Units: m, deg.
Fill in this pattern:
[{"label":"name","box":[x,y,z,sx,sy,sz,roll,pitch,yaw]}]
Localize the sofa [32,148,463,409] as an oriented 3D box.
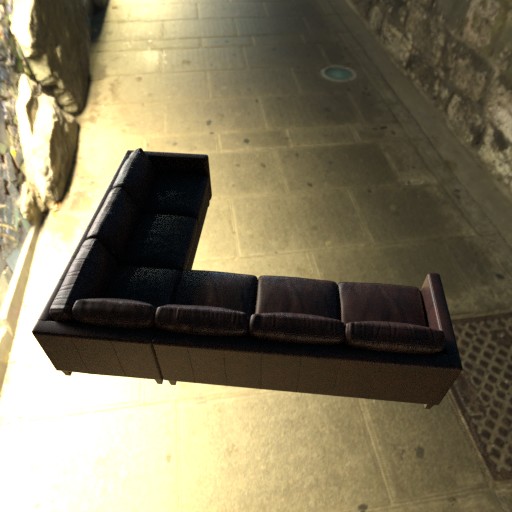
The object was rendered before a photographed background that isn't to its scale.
[{"label":"sofa","box":[0.000,0.000,4.219,3.152,0.836,2.438,4,47,4]}]
